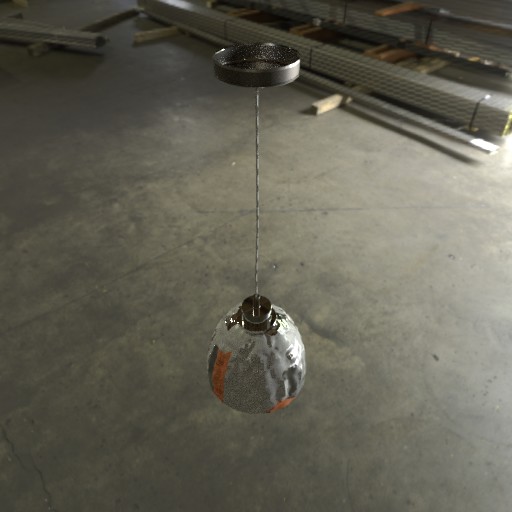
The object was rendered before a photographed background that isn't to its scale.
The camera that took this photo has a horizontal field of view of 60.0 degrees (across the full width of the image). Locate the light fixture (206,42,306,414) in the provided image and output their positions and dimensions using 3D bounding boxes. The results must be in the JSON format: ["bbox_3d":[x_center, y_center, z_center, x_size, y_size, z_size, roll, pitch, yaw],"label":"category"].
[{"bbox_3d":[0.000,0.000,1.755,0.500,1.511,0.496,25,46,26],"label":"light fixture"}]
